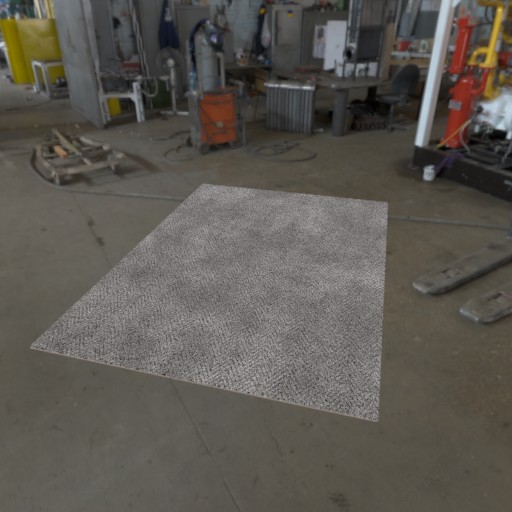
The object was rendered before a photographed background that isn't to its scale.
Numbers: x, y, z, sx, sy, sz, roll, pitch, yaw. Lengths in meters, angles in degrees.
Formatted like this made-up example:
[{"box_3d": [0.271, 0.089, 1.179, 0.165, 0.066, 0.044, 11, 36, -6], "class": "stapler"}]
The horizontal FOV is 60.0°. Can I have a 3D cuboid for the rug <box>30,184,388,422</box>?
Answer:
[{"box_3d": [0.000, 0.000, 2.836, 1.600, 0.008, 2.235, 8, 31, 13], "class": "rug"}]
